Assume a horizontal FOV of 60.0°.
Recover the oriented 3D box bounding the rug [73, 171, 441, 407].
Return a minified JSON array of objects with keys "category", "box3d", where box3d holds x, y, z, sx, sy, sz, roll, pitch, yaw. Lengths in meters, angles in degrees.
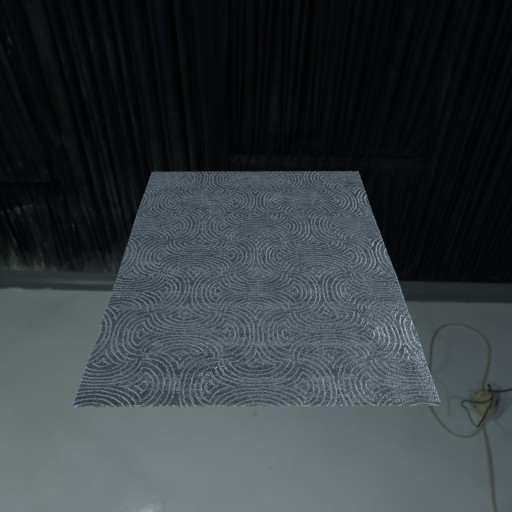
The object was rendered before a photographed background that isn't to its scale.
[{"category":"rug","box3d":[0.000,0.000,4.085,2.456,0.021,3.042,0,41,0]}]
